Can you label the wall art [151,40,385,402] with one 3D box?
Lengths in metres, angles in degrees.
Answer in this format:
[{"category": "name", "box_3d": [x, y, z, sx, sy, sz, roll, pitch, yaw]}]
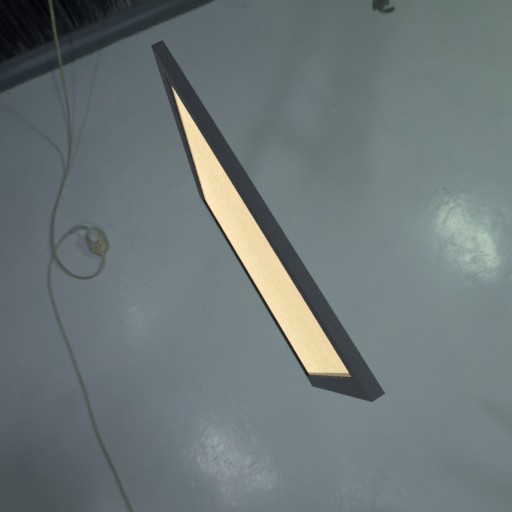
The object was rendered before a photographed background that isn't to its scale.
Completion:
[{"category": "wall art", "box_3d": [0.000, 0.000, 0.537, 0.012, 0.357, 0.358, -29, 77, -7]}]
